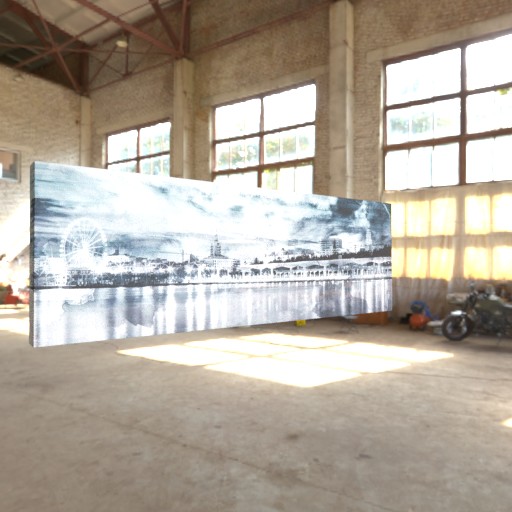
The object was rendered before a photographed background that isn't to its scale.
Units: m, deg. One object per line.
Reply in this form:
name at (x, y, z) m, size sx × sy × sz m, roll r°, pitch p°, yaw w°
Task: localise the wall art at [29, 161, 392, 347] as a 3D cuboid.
wall art at (0.000, 0.000, 0.830) m, size 0.759 × 0.251 × 0.037 m, roll 0°, pitch -1°, yaw -36°
